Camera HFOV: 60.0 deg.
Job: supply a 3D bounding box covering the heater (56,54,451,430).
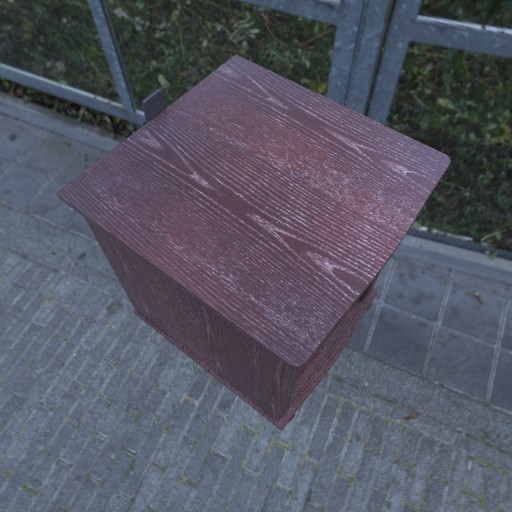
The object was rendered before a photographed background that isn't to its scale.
[{"bbox_3d":[0.000,0.000,0.750,0.400,0.481,0.362,33,64,19],"label":"heater"}]
